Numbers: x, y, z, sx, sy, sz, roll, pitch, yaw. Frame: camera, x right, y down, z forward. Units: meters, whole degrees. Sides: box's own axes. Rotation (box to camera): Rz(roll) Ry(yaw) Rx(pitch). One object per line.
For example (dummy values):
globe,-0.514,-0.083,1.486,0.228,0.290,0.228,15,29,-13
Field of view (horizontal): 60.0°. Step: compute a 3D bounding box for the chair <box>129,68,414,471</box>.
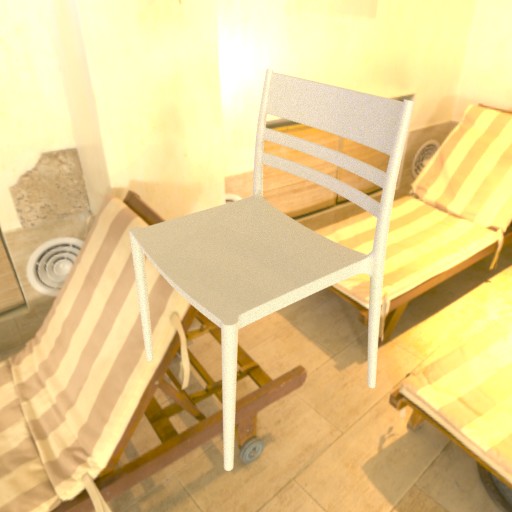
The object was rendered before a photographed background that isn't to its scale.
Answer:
chair,0.000,0.000,1.135,0.511,0.800,0.531,-21,38,-30
